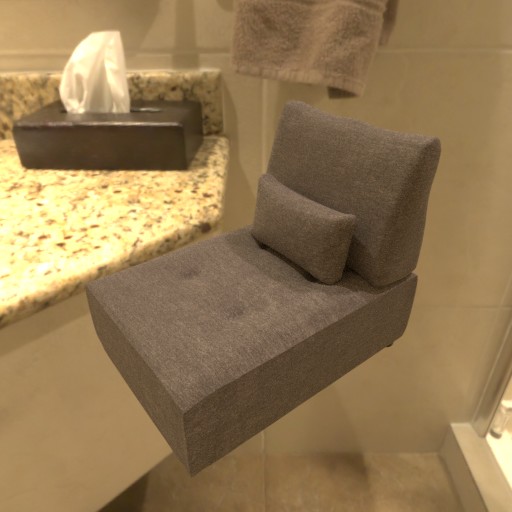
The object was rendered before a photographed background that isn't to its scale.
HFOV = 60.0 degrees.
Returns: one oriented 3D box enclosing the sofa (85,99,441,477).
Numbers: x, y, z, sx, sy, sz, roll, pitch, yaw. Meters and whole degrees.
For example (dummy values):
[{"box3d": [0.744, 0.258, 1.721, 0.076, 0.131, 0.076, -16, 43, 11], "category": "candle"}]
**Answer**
[{"box3d": [0.000, 0.000, 1.535, 1.000, 0.820, 0.700, -22, 38, -31], "category": "sofa"}]
